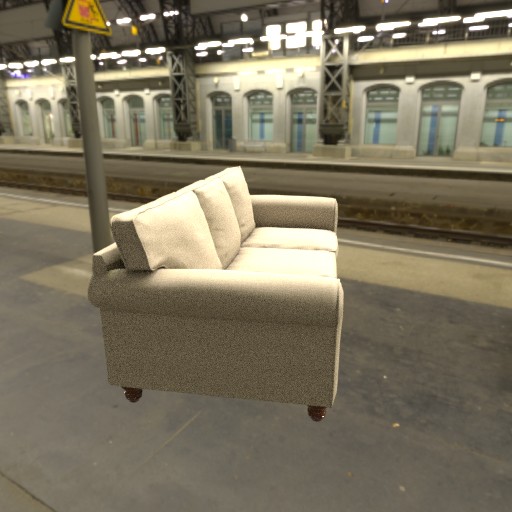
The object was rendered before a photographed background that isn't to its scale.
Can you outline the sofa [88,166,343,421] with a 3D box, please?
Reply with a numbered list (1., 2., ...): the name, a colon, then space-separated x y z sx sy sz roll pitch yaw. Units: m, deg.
1. sofa: 0.000 0.000 2.673 0.998 0.889 2.118 3 17 9
